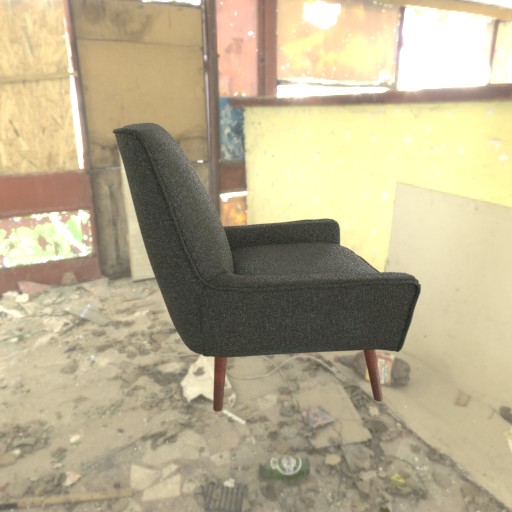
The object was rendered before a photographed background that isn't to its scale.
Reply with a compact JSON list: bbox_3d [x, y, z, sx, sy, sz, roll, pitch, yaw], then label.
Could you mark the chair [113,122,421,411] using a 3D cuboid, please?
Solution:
[{"bbox_3d":[0.000,0.000,1.534,0.859,0.883,0.763,-3,18,-9],"label":"chair"}]
